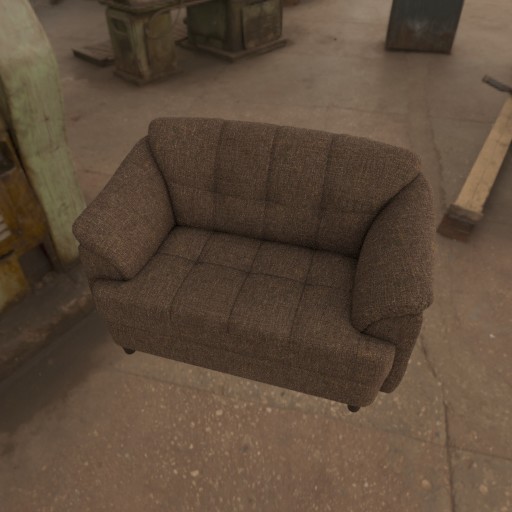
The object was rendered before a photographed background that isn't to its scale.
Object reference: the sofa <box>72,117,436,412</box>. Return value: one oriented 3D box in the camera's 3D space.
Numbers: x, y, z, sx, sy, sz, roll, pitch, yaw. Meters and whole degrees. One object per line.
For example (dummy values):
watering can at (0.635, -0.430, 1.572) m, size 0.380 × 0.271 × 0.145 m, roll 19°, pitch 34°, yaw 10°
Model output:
sofa at (0.000, 0.000, 1.952) m, size 1.404 × 0.895 × 0.799 m, roll 11°, pitch 42°, yaw 12°
